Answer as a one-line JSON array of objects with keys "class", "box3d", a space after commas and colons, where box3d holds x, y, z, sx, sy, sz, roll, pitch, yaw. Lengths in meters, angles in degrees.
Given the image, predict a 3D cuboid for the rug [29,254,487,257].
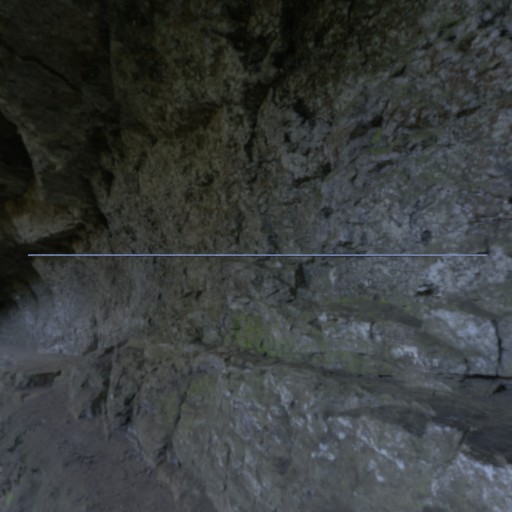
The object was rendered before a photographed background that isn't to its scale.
[{"class": "rug", "box3d": [0.000, 0.000, 4.140, 3.045, 0.008, 2.421, 0, 0, -2]}]
